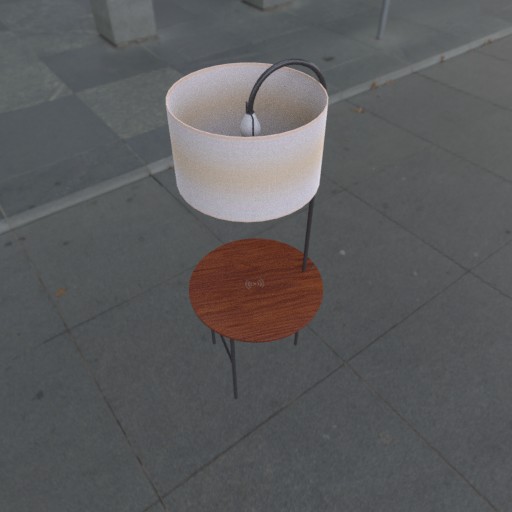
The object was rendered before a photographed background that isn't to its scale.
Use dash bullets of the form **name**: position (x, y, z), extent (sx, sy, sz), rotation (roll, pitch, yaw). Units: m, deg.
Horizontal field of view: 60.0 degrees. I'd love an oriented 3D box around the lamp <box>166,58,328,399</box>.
- **lamp**: position (0.000, 0.000, 1.774), extent (0.573, 1.517, 0.573), rotation (0, 45, 0)
